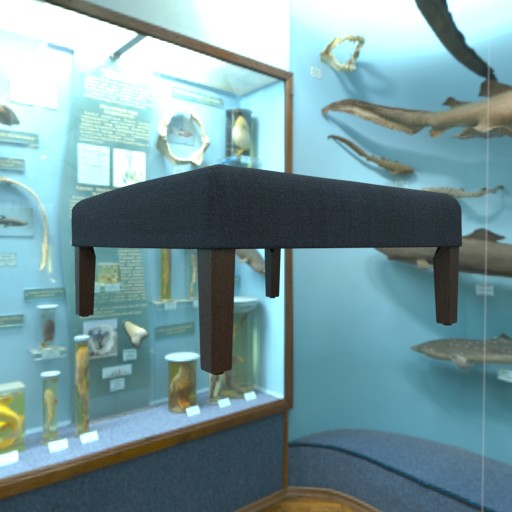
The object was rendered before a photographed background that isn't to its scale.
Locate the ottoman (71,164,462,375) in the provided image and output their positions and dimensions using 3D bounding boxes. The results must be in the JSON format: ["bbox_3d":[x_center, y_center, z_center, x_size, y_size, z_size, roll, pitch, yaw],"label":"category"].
[{"bbox_3d":[0.000,0.000,1.407,0.889,0.411,0.890,-1,2,-37],"label":"ottoman"}]
